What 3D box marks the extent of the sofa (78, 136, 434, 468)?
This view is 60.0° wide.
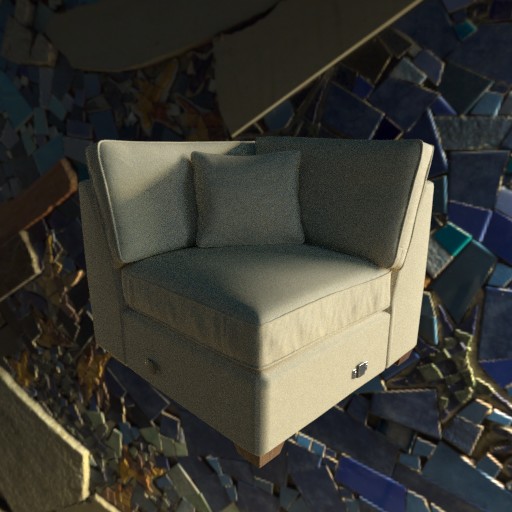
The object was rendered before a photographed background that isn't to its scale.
[{"bbox_3d":[0.000,0.000,1.942,1.146,1.002,1.084,15,22,43],"label":"sofa"}]
